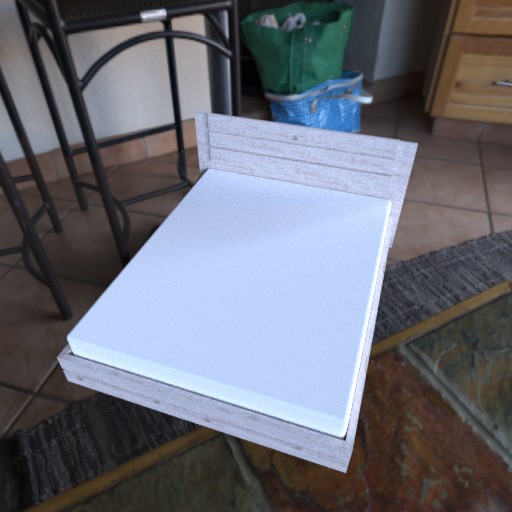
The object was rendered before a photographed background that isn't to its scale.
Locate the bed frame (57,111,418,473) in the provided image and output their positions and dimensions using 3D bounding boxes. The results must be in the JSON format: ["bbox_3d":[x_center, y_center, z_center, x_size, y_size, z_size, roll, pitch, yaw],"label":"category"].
[{"bbox_3d":[0.000,0.000,2.956,1.750,0.970,2.080,13,42,14],"label":"bed frame"}]
